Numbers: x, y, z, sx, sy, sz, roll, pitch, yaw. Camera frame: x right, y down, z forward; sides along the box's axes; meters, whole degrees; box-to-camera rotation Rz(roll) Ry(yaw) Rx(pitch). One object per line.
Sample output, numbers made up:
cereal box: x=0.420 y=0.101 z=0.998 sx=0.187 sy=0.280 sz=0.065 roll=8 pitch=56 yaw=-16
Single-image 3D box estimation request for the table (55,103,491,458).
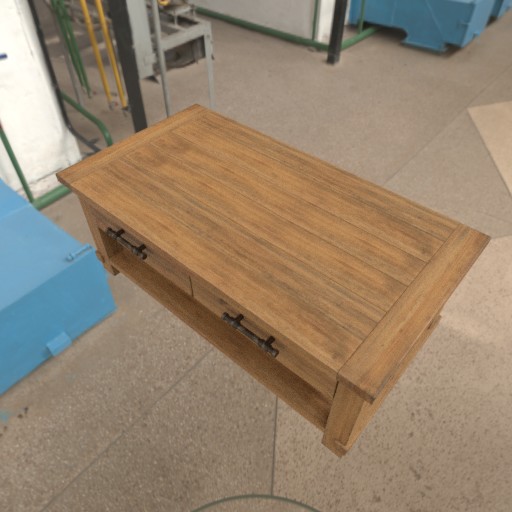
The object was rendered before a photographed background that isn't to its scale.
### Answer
table: x=0.000 y=0.000 z=1.607 sx=1.270 sy=0.494 sz=0.693 roll=32 pitch=54 yaw=27
